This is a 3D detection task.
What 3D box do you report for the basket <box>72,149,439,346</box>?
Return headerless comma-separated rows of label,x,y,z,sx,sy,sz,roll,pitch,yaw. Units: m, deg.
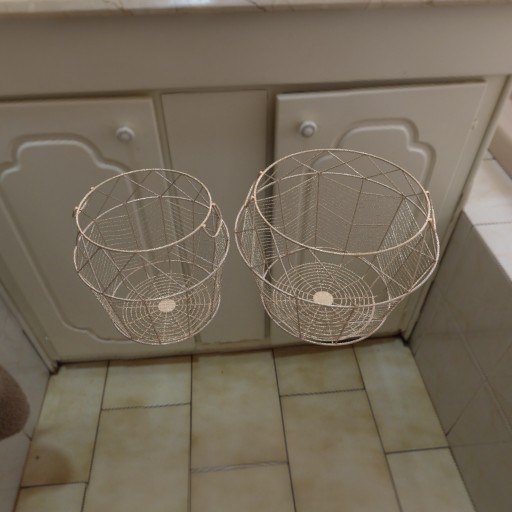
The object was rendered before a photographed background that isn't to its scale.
basket,0.000,0.000,1.041,0.805,0.343,0.451,-2,44,-2
